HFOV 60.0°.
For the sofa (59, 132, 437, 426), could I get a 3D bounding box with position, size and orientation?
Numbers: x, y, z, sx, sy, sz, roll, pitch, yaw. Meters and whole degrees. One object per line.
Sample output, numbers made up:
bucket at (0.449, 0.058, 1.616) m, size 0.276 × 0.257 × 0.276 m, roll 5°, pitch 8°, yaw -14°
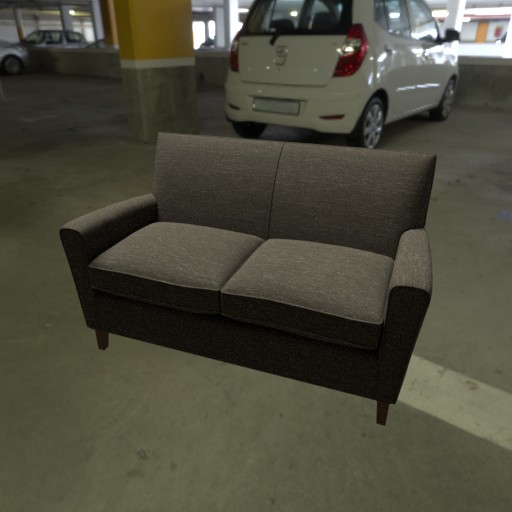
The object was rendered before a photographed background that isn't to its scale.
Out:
sofa at (0.000, 0.000, 2.068) m, size 1.509 × 0.905 × 0.867 m, roll 9°, pitch 28°, yaw 18°
